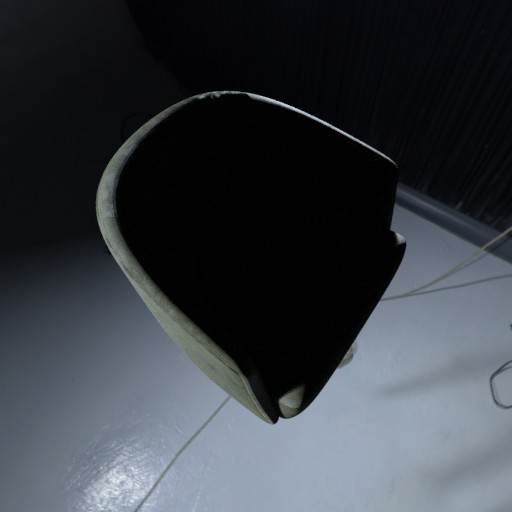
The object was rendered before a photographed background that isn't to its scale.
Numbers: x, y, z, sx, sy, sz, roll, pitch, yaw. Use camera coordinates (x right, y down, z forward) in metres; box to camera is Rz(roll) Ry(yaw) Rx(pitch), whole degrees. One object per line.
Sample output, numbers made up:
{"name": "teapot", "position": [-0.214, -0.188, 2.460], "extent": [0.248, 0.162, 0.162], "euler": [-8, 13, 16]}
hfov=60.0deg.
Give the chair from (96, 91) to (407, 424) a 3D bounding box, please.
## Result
{"name": "chair", "position": [0.000, 0.000, 1.381], "extent": [0.767, 0.698, 0.773], "euler": [31, 62, 18]}
